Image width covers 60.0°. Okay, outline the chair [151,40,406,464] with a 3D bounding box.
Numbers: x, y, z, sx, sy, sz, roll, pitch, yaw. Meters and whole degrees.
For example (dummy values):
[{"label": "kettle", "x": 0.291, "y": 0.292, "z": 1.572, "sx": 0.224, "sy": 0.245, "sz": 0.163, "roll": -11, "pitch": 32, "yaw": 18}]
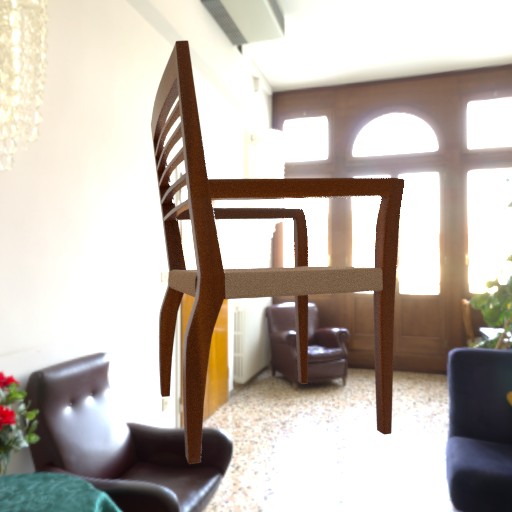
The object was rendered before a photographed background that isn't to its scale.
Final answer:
[{"label": "chair", "x": 0.000, "y": 0.000, "z": 1.219, "sx": 0.540, "sy": 0.855, "sz": 0.587, "roll": 0, "pitch": -1, "yaw": -18}]
